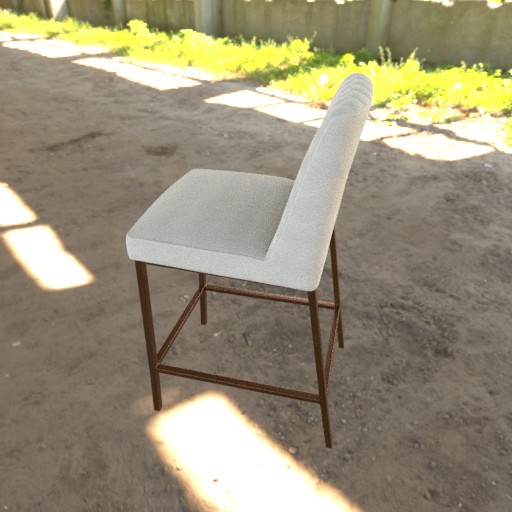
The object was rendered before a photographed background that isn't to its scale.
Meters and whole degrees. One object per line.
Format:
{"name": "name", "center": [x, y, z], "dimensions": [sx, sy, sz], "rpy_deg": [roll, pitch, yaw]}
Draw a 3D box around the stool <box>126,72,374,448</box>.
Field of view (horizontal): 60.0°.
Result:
{"name": "stool", "center": [0.000, 0.000, 1.298], "dimensions": [0.576, 0.973, 0.507], "rpy_deg": [7, 32, 12]}
